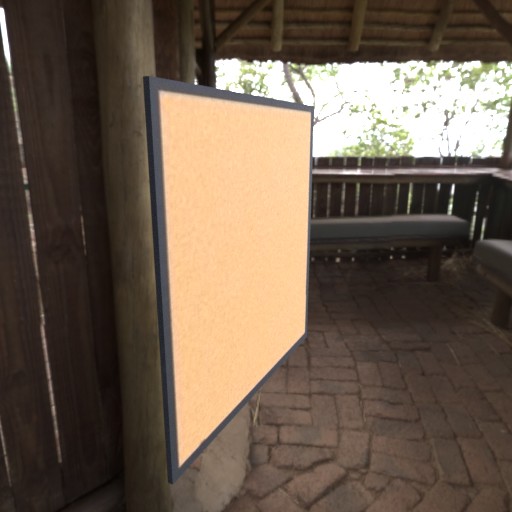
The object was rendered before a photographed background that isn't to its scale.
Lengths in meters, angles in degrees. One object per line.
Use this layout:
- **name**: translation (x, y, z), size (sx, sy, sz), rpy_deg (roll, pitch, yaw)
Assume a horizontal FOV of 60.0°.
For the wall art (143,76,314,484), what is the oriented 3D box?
- **wall art**: translation (0.000, 0.000, 1.208), size (0.013, 0.823, 0.823), rpy_deg (7, 17, 26)
